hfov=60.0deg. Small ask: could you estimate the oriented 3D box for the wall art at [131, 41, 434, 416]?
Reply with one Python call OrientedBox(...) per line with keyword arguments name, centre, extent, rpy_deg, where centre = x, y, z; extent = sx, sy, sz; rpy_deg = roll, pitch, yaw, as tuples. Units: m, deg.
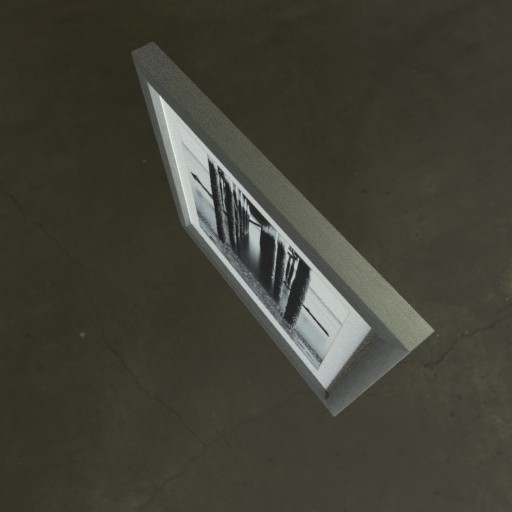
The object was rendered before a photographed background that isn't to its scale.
OrientedBox(name="wall art", centre=(0.000, 0.000, 0.523), extent=(0.028, 0.330, 0.380), rpy_deg=(-34, 68, -16))
